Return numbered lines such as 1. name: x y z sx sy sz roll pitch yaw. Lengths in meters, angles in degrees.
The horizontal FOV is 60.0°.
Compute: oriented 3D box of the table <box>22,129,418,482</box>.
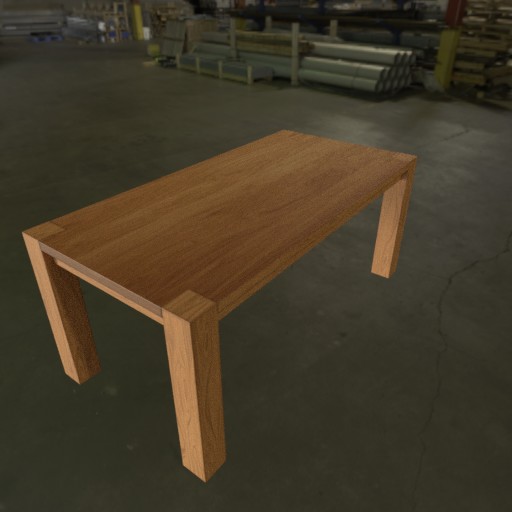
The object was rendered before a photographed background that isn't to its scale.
1. table: 0.000 0.000 2.283 0.900 0.760 1.800 21 37 31
